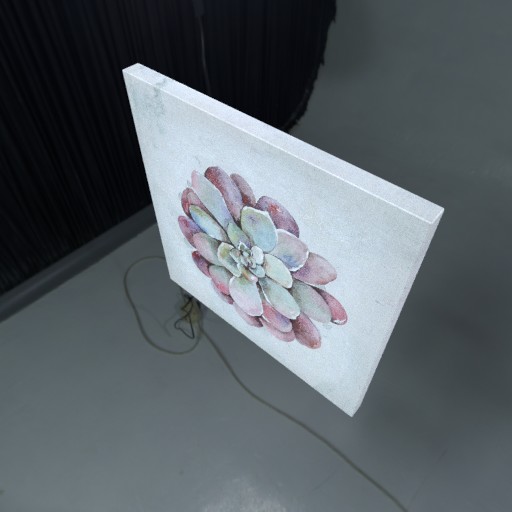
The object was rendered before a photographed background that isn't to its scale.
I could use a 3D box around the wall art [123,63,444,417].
[{"bbox_3d":[0.000,0.000,0.908,0.605,0.605,0.044,33,56,26],"label":"wall art"}]
